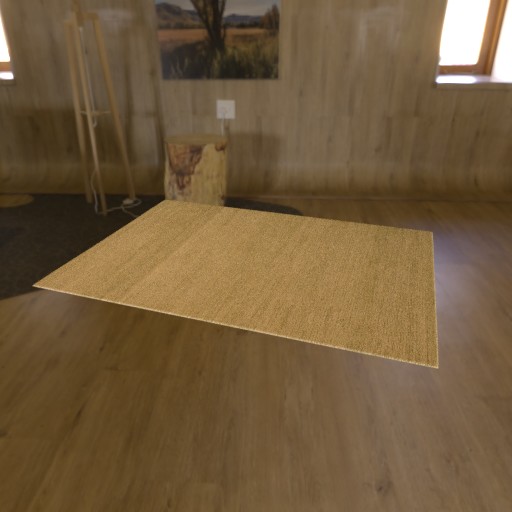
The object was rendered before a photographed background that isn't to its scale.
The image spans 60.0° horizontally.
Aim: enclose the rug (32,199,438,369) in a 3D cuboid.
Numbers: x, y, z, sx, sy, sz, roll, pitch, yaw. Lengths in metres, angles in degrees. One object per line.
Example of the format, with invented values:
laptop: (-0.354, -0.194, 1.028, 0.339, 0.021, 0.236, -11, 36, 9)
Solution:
rug: (0.000, 0.000, 5.181, 3.935, 0.025, 2.782, 9, 28, 17)
